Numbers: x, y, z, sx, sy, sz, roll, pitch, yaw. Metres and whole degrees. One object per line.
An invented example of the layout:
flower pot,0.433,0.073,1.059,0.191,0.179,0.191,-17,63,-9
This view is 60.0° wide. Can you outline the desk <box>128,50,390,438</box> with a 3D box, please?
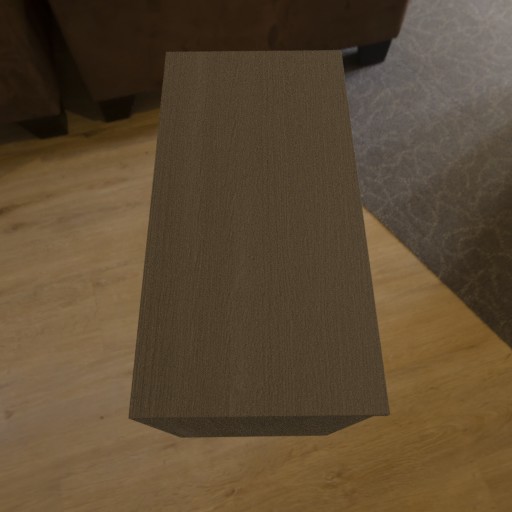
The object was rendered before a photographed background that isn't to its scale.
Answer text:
desk,0.000,0.000,1.507,0.557,0.729,1.099,-1,65,0
